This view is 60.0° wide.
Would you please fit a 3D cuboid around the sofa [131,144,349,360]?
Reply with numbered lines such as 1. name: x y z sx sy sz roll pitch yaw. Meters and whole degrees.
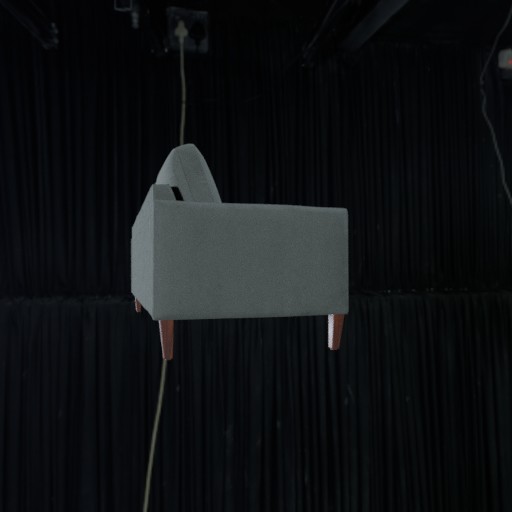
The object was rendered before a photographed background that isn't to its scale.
1. sofa: 0.000 0.000 2.915 1.506 0.876 2.178 1 -2 -18
